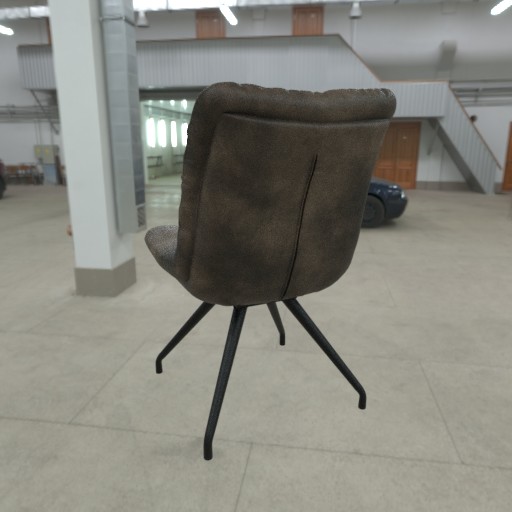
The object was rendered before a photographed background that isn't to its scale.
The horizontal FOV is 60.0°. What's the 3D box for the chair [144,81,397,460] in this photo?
[{"bbox_3d":[0.000,0.000,1.272,0.549,0.870,0.622,-7,16,-26],"label":"chair"}]
